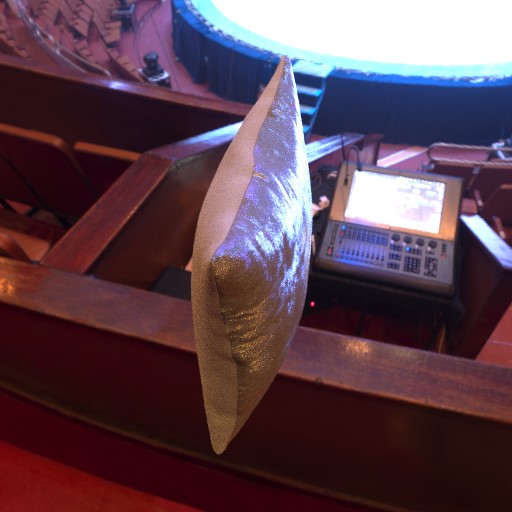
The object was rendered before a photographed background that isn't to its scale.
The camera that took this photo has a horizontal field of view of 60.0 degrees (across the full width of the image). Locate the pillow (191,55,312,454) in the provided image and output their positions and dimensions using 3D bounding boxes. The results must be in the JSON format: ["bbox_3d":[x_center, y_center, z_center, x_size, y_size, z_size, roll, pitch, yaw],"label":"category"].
[{"bbox_3d":[0.000,0.000,0.710,0.175,0.464,0.470,8,46,8],"label":"pillow"}]
